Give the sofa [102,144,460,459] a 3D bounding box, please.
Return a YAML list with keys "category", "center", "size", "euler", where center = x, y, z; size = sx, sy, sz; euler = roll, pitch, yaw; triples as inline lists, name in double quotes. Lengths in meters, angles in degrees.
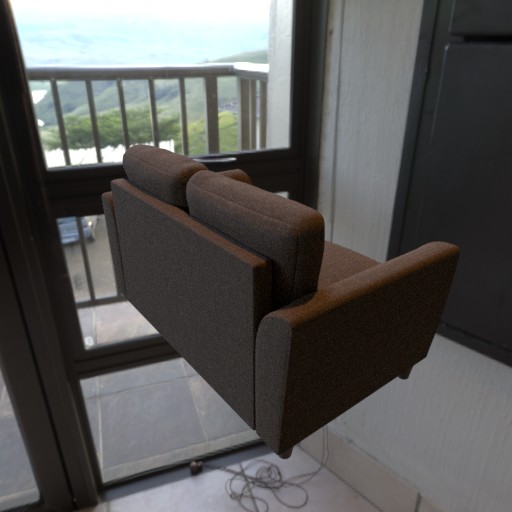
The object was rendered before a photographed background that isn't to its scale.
- category: "sofa"
  center: [0.000, 0.000, 1.984]
  size: [0.851, 0.885, 1.423]
  euler: [-18, 31, -33]
